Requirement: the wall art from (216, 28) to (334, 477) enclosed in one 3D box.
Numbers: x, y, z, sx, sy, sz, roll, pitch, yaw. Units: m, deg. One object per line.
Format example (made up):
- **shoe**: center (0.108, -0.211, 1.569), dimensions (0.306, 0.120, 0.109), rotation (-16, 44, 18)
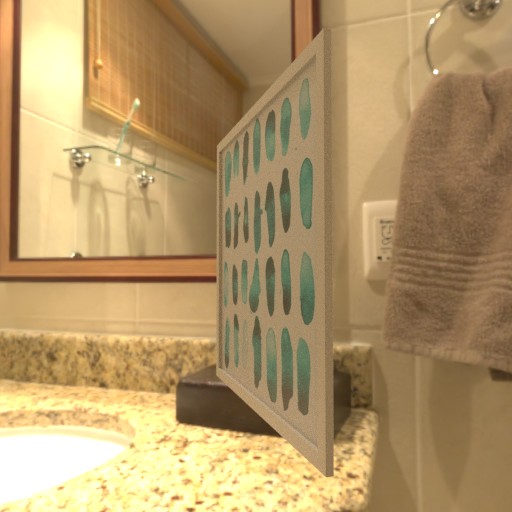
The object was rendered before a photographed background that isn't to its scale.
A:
- **wall art**: center (0.000, 0.000, 0.667), dimensions (0.009, 0.457, 0.456), rotation (1, -2, -19)
